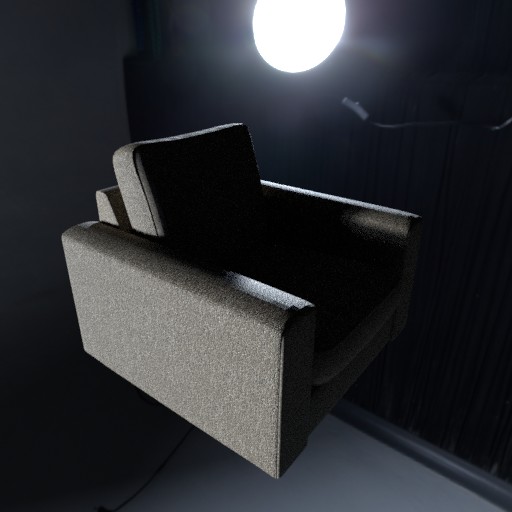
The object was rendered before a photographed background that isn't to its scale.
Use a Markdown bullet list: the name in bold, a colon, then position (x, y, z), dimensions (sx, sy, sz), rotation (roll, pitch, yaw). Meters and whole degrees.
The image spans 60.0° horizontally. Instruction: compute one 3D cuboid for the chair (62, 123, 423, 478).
- **chair**: position (0.000, 0.000, 1.723), dimensions (1.016, 0.873, 1.005), rotation (19, 31, 34)
